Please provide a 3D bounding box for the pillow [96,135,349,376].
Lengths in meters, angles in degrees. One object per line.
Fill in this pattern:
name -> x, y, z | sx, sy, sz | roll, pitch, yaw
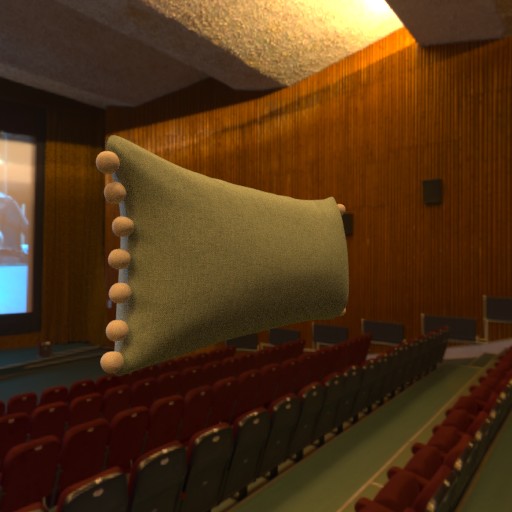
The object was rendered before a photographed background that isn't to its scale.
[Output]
pillow -> 0.000, 0.000, 0.851 | 0.201, 0.322, 0.709 | 0, 0, 36
